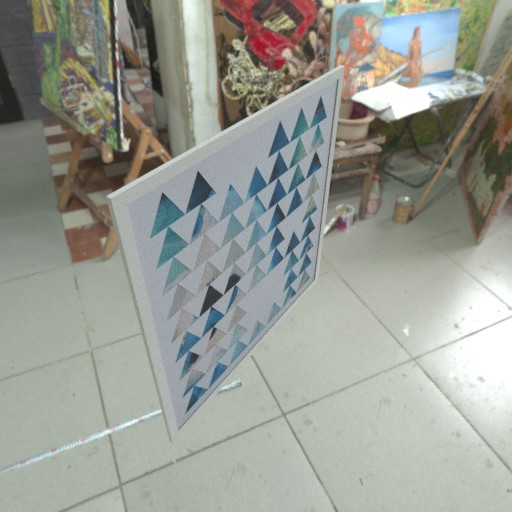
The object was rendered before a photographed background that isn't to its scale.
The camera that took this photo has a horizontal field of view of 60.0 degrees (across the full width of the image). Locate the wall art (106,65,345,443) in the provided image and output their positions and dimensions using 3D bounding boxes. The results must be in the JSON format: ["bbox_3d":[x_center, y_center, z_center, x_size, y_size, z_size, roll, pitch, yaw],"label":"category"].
[{"bbox_3d":[0.000,0.000,0.690,0.007,0.456,0.456,25,47,26],"label":"wall art"}]
